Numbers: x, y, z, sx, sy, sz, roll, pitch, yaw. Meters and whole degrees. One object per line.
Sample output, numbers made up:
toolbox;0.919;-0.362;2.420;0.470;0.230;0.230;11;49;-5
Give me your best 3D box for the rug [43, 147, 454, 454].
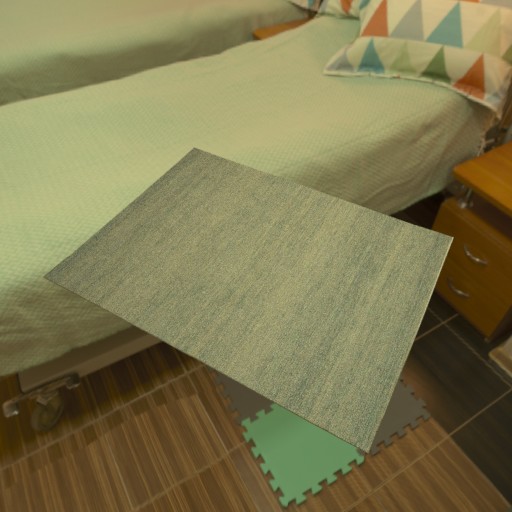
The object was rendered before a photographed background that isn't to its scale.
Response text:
rug;0.000;0.000;4.334;3.237;0.046;2.461;23;51;20
